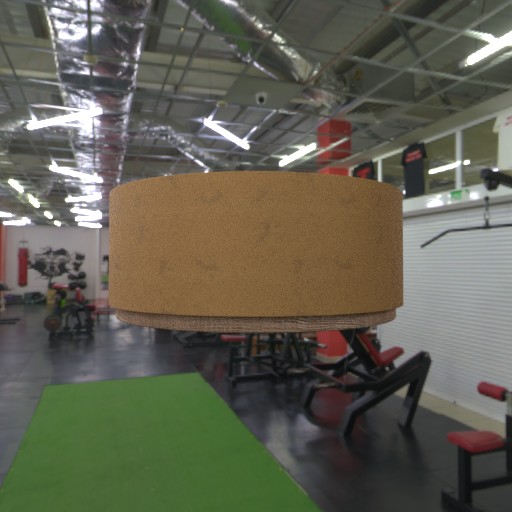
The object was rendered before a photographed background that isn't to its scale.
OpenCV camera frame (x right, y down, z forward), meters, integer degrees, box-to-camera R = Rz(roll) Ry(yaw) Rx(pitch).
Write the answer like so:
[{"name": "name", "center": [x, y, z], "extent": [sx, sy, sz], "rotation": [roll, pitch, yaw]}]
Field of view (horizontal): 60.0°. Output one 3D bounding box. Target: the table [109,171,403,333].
[{"name": "table", "center": [0.000, 0.000, 1.589], "extent": [1.001, 0.409, 1.001], "rotation": [0, -1, 0]}]
